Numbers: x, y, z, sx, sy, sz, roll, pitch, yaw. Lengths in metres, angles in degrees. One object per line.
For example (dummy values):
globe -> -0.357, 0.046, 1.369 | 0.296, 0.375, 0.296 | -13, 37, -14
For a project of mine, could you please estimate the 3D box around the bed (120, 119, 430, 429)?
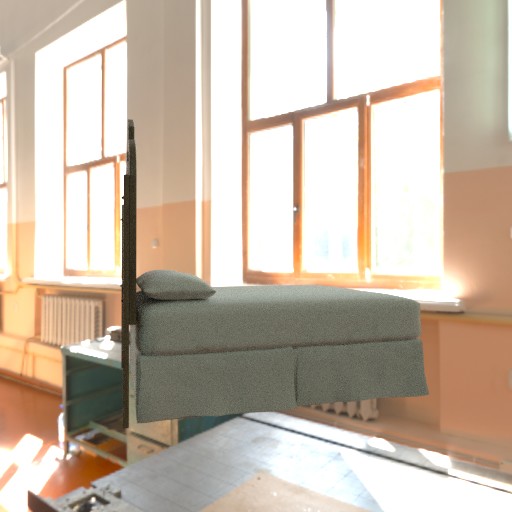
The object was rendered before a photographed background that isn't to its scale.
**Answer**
bed -> 0.000, 0.000, 3.663 | 2.138, 2.019, 1.713 | 0, 0, -17
